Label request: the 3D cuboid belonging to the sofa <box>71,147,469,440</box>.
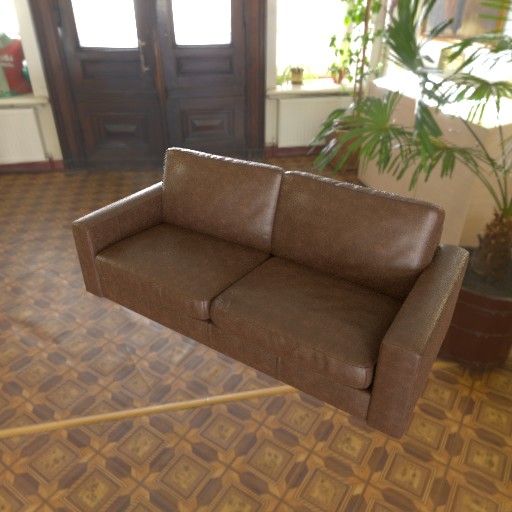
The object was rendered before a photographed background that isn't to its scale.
[{"bbox_3d":[0.000,0.000,2.658,2.179,0.873,1.016,18,35,28],"label":"sofa"}]
